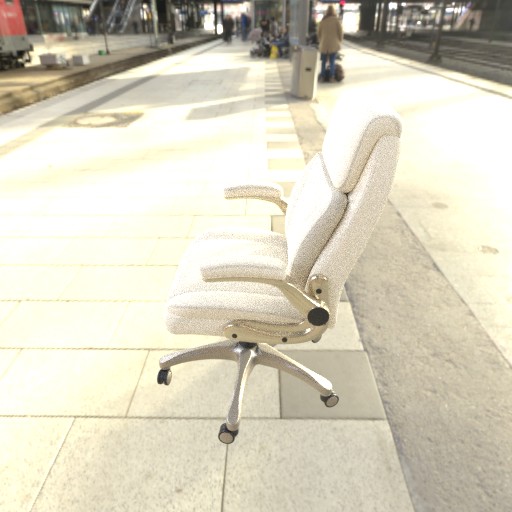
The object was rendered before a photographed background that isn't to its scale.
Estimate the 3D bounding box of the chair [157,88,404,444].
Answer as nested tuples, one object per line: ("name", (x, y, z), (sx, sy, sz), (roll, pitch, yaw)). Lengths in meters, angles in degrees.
("chair", (0.000, 0.000, 1.602), (0.794, 1.110, 0.740), (-1, 28, -1))
